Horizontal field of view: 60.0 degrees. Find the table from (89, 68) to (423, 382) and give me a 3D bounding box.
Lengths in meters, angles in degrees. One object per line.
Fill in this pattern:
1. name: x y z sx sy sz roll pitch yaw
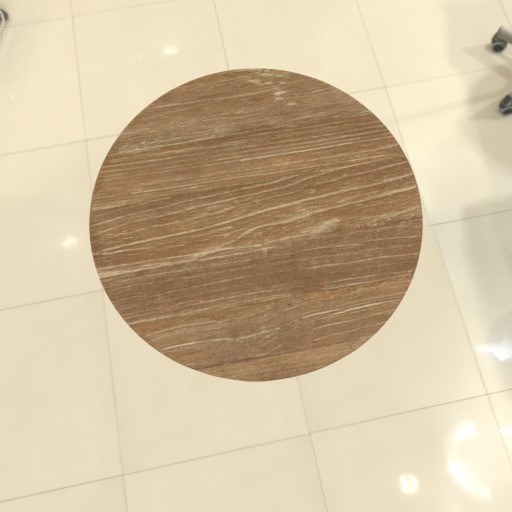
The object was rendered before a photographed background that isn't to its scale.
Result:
1. table: 0.000 0.000 0.967 0.527 0.551 0.527 0 74 0
